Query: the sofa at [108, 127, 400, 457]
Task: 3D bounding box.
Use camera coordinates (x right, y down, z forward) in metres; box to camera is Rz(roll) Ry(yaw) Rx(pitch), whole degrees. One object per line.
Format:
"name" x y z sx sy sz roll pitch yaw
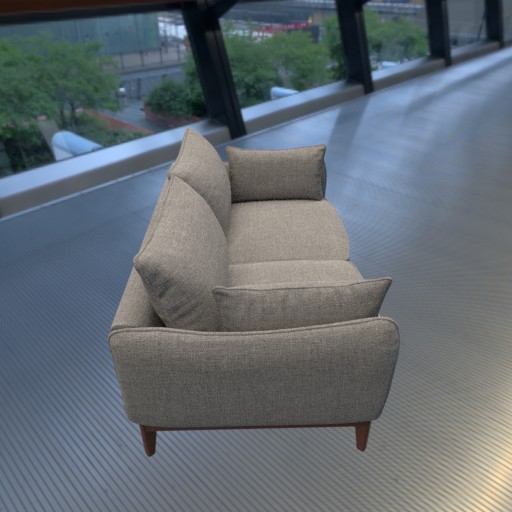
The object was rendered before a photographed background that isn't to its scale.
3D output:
"sofa" 0.000 0.000 2.096 0.972 0.851 1.580 -1 32 -1
